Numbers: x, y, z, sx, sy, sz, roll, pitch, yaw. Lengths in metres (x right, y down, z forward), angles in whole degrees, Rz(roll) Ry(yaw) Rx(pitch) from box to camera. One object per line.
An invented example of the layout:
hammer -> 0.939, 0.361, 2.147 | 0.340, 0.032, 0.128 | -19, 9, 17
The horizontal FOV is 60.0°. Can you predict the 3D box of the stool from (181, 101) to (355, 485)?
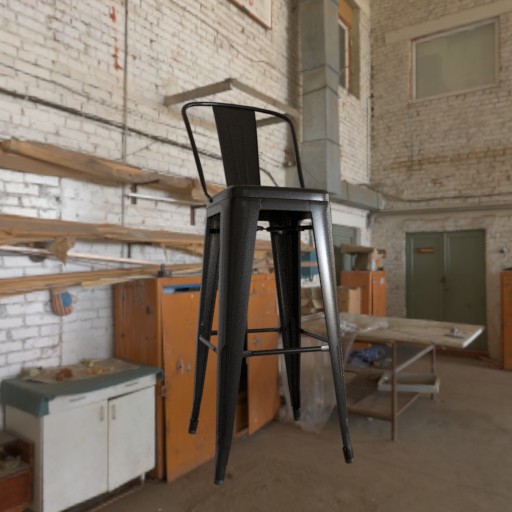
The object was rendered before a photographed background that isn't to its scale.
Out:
stool -> 0.000, 0.000, 1.349 | 0.399, 1.096, 0.513 | 0, -1, -19
